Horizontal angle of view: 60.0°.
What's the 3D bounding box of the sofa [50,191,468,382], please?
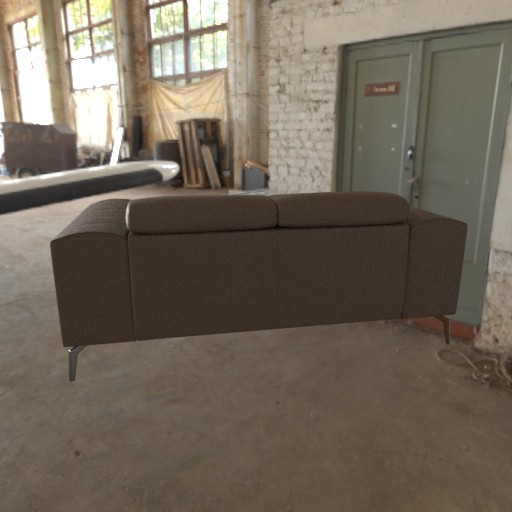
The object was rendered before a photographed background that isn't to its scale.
[{"bbox_3d":[0.000,0.000,2.452,1.895,0.779,1.003,-3,16,-11],"label":"sofa"}]
